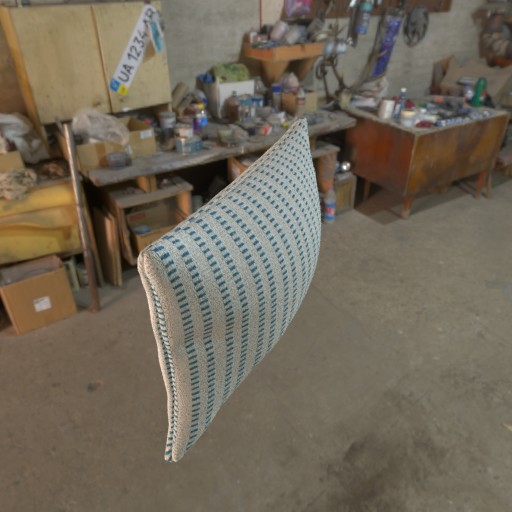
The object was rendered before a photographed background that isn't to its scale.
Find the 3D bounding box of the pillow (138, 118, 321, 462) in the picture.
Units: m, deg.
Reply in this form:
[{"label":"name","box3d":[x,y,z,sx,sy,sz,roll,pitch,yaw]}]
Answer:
[{"label":"pillow","box3d":[0.000,0.000,0.803,0.210,0.353,0.640,11,32,18]}]
